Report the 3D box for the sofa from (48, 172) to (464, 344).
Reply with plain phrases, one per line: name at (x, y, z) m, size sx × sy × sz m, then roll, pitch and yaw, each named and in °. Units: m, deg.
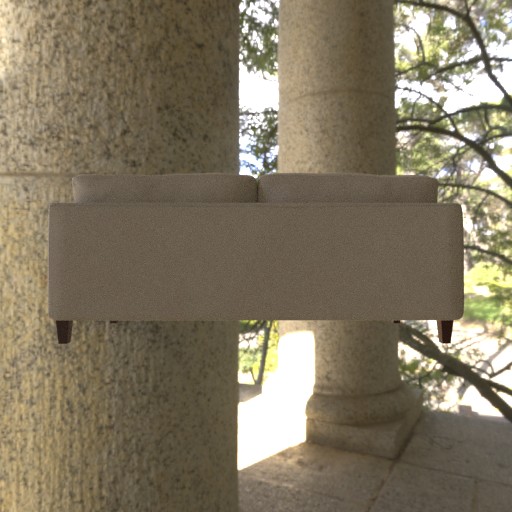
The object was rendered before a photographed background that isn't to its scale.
sofa at (0.000, 0.000, 2.749) m, size 2.181 × 0.932 × 0.948 m, roll 0°, pitch -1°, yaw 0°
